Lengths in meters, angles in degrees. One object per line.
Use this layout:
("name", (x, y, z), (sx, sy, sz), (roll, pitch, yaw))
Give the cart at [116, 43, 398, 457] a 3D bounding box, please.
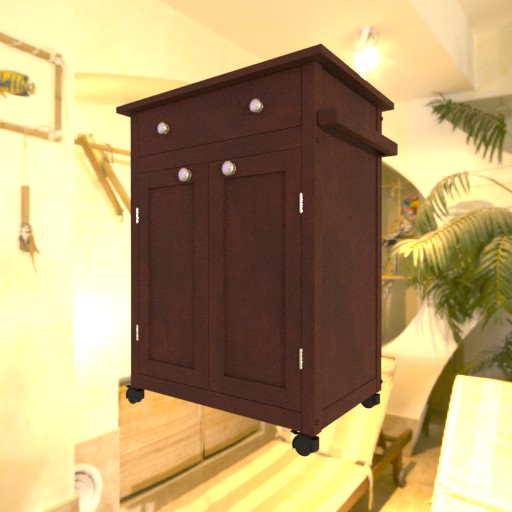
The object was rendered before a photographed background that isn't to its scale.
("cart", (0.000, 0.000, 1.267), (0.683, 0.864, 0.442), (0, 0, 36))
